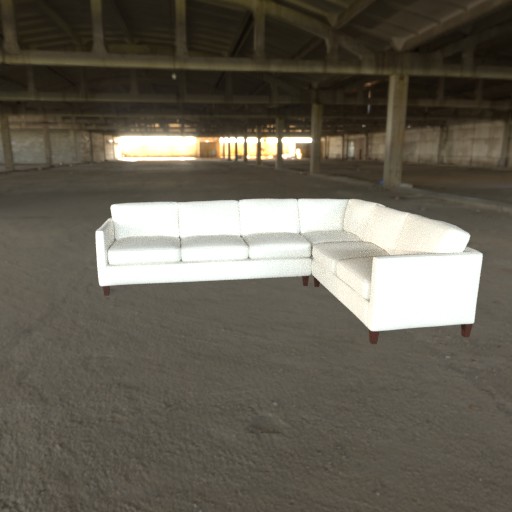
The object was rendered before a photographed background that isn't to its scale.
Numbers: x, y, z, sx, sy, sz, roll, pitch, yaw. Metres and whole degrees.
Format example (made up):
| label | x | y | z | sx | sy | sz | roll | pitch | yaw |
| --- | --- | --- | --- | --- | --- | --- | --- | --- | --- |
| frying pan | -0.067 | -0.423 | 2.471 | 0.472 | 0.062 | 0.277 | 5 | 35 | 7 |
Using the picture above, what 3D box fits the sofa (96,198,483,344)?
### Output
| label | x | y | z | sx | sy | sz | roll | pitch | yaw |
| --- | --- | --- | --- | --- | --- | --- | --- | --- | --- |
| sofa | 0.000 | 0.000 | 4.544 | 3.302 | 0.947 | 2.593 | -2 | 14 | -9 |
